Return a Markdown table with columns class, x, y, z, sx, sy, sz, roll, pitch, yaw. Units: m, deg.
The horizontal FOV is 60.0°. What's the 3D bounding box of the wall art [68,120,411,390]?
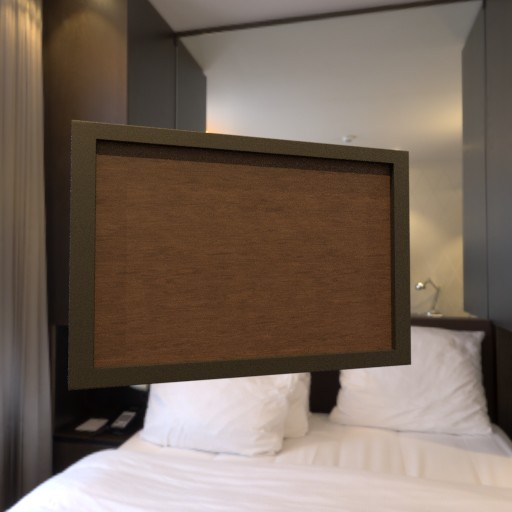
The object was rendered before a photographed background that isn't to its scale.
| class | x | y | z | sx | sy | sz | roll | pitch | yaw |
| --- | --- | --- | --- | --- | --- | --- | --- | --- | --- |
| wall art | 0.000 | 0.000 | 0.868 | 0.671 | 0.456 | 0.051 | 1 | -2 | -17 |
